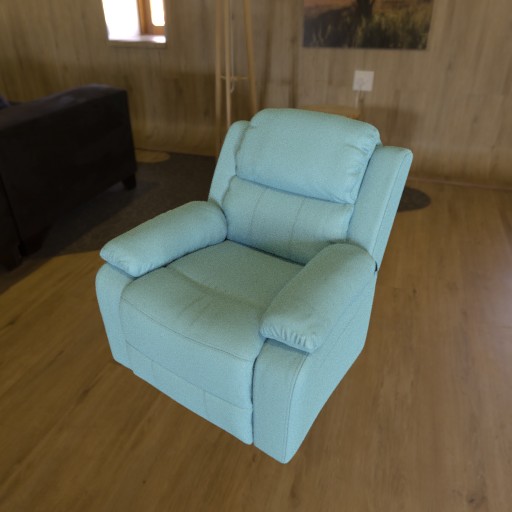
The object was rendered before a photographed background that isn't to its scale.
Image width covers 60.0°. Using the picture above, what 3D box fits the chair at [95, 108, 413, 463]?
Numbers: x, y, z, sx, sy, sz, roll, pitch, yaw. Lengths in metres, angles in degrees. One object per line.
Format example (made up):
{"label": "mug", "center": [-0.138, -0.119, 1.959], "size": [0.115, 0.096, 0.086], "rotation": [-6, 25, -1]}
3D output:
{"label": "chair", "center": [0.000, 0.000, 1.267], "size": [0.680, 0.702, 0.709], "rotation": [20, 35, 30]}
